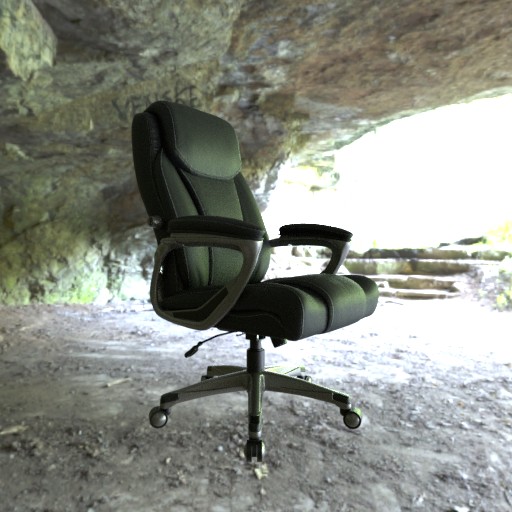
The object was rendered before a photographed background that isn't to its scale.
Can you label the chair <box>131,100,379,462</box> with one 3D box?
[{"bbox_3d":[0.000,0.000,1.633,0.784,1.167,0.741,1,2,36],"label":"chair"}]
